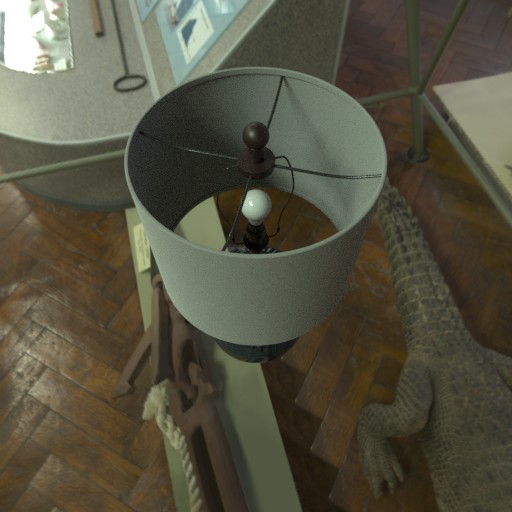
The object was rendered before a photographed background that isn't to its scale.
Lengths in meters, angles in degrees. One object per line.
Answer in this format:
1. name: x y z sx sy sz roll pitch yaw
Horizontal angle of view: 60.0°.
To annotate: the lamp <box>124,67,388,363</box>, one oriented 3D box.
1. lamp: 0.000 0.000 0.751 0.318 0.567 0.318 0 58 0
